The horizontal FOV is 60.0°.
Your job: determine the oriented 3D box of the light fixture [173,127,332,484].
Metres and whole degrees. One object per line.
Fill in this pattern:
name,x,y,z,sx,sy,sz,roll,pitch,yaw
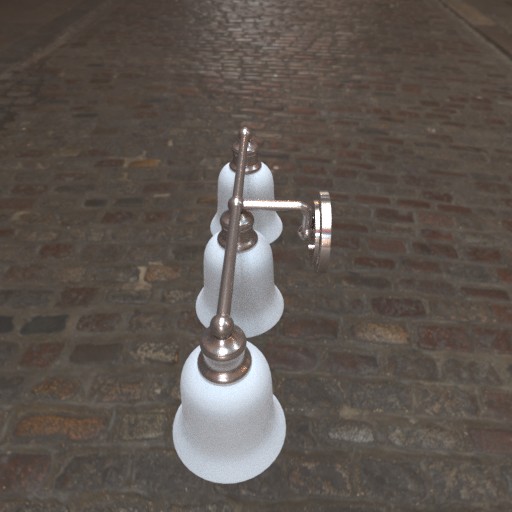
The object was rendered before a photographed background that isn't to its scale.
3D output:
light fixture,0.000,0.000,0.662,0.198,0.211,0.570,1,41,2
